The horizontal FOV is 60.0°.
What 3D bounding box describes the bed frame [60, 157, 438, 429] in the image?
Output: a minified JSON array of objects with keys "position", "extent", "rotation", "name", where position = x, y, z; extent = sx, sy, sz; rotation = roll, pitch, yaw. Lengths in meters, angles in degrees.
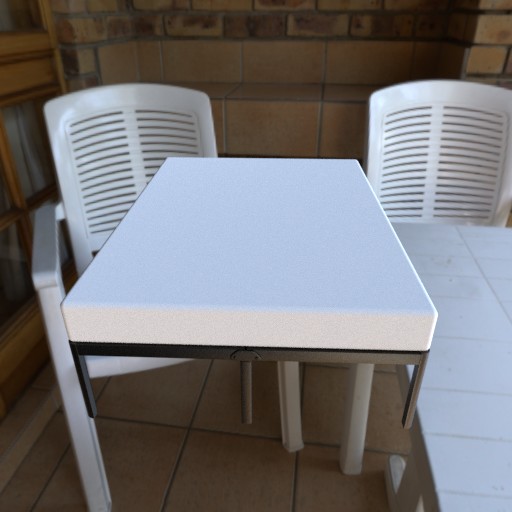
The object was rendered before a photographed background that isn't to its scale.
[{"position":[0.000,0.000,2.818],"extent":[1.557,0.659,2.072],"rotation":[1,29,2],"name":"bed frame"}]
